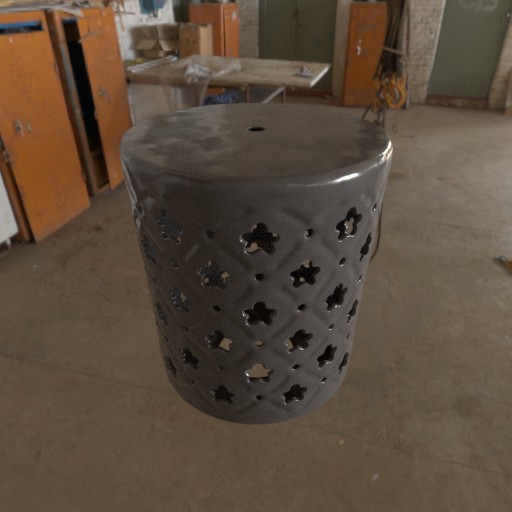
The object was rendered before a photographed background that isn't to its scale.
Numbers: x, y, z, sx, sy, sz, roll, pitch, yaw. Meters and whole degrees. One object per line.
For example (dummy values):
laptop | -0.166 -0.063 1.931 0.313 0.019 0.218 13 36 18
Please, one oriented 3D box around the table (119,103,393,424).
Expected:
table | 0.000 0.000 0.677 0.352 0.387 0.352 0 31 0
